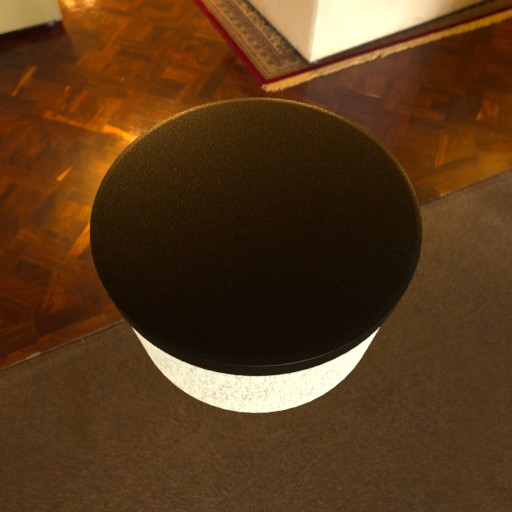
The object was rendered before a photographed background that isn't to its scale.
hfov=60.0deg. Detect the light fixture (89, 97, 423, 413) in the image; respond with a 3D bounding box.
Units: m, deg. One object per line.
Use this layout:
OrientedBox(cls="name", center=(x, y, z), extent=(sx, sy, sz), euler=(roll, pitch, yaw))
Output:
OrientedBox(cls="light fixture", center=(0.000, 0.000, 0.623), extent=(0.389, 0.229, 0.389), euler=(0, 58, 0))
